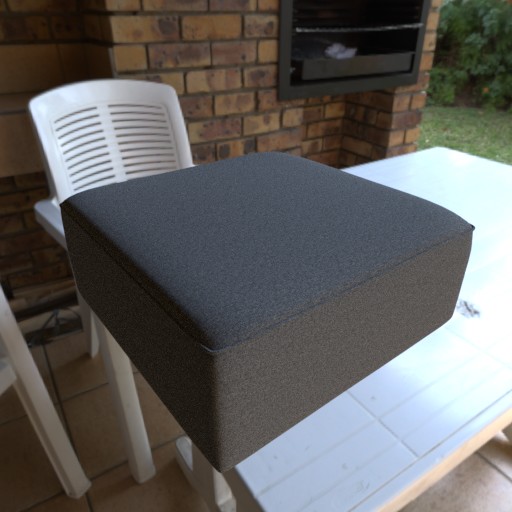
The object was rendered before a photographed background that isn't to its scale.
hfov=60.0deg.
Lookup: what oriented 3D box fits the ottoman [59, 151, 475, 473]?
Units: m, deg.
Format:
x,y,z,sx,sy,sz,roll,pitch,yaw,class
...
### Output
x,y,z,sx,sy,sz,roll,pitch,yaw,class
0.000,0.000,1.550,1.005,0.464,1.015,-21,35,-32,ottoman
